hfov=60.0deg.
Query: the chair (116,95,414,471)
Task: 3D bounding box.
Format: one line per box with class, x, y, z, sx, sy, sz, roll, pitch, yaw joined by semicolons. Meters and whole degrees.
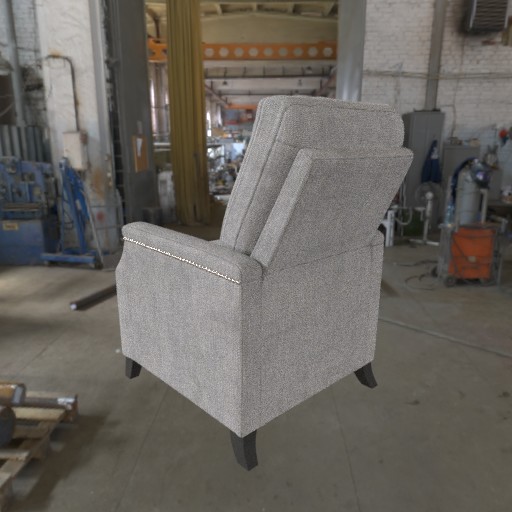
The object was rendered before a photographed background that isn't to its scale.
chair;0.000;0.000;1.619;0.710;1.049;0.922;-13;19;-42
